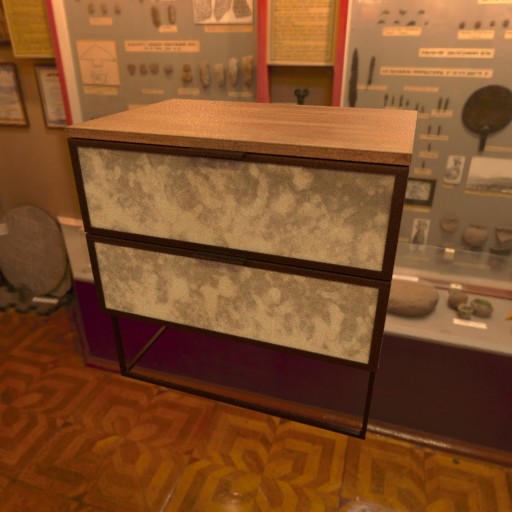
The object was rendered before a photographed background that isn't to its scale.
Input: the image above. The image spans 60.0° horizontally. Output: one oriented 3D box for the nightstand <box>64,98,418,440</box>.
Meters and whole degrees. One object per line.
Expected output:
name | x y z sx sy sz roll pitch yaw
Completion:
nightstand | 0.000 0.000 1.019 0.605 0.611 0.427 9 28 17
